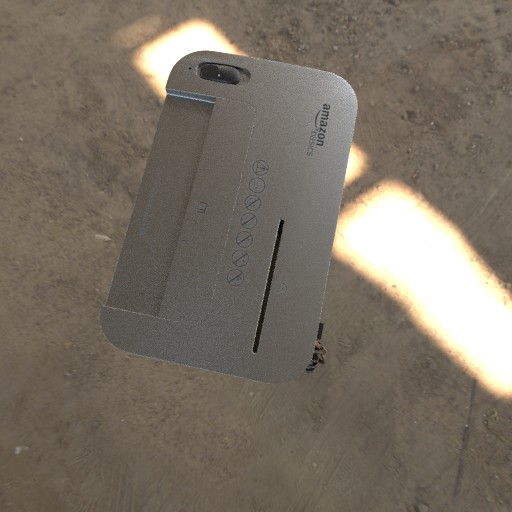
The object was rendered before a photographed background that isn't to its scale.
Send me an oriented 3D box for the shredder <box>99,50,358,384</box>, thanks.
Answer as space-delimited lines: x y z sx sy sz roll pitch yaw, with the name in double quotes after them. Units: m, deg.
0.000 0.000 0.617 0.237 0.419 0.311 12 77 3 "shredder"
